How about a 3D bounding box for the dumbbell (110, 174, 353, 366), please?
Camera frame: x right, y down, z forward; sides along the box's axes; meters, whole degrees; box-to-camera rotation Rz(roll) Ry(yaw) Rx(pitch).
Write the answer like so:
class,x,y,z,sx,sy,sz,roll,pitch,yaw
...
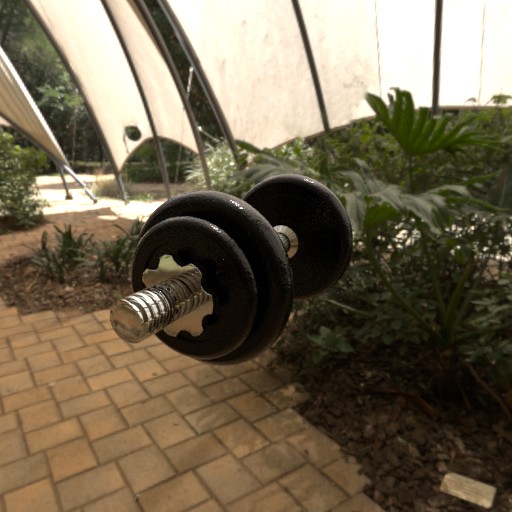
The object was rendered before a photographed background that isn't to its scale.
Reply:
class,x,y,z,sx,sy,sz,roll,pitch,yaw
dumbbell,0.000,0.000,0.600,0.202,0.202,0.497,8,17,26
